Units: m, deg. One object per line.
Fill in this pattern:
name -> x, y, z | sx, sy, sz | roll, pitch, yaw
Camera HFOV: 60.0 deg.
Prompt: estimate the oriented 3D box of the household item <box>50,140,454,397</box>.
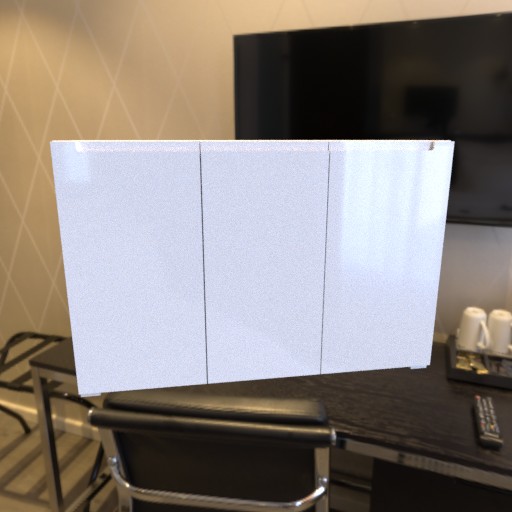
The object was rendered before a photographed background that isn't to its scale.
household item -> 0.000, 0.000, 1.718 | 1.300, 0.867, 0.420 | -2, 15, -9
